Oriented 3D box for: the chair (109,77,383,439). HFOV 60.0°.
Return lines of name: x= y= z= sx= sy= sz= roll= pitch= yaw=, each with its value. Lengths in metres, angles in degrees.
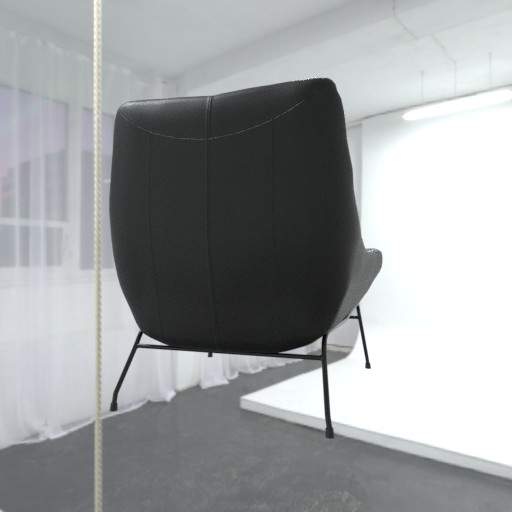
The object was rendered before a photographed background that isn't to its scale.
chair: x=0.000 y=0.000 z=1.576 sx=0.836 sy=0.922 sz=0.826 roll=0 pitch=-1 yaw=18
